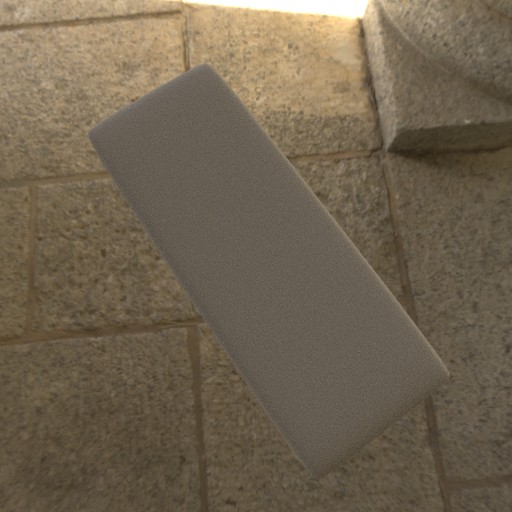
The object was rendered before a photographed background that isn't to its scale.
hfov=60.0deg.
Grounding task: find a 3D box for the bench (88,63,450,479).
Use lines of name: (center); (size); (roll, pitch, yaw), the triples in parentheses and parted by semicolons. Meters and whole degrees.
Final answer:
bench: (0.000, 0.000, 1.859); (0.646, 0.393, 1.609); (-34, 78, -8)
